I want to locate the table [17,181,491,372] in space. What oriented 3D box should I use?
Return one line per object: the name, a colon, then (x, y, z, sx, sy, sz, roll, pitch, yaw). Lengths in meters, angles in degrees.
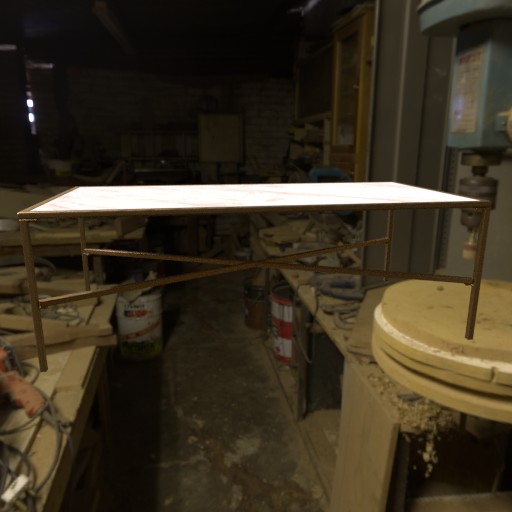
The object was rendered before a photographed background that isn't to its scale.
table: (0.000, 0.000, 1.430, 1.197, 0.405, 0.577, -2, 15, -9)
